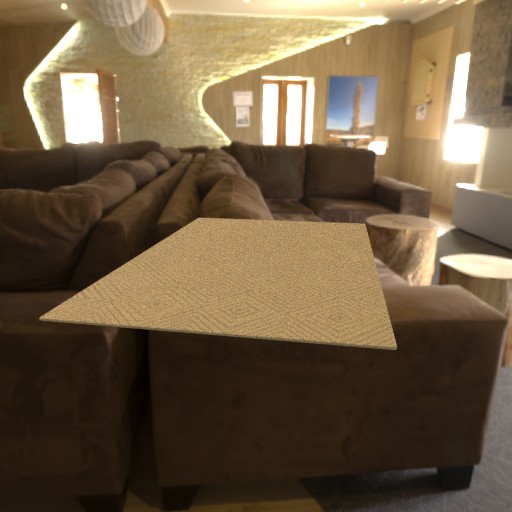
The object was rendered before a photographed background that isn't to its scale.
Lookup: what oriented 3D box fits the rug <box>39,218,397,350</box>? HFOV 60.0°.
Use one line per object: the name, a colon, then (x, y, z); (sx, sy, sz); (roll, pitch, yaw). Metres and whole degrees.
rug: (0.000, 0.000, 2.197); (1.143, 0.008, 1.753); (3, 16, 10)
